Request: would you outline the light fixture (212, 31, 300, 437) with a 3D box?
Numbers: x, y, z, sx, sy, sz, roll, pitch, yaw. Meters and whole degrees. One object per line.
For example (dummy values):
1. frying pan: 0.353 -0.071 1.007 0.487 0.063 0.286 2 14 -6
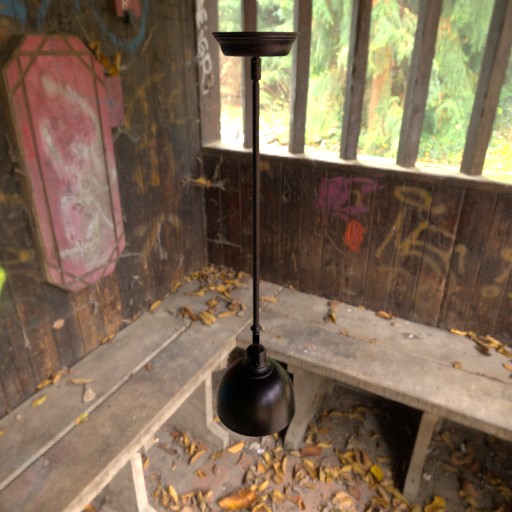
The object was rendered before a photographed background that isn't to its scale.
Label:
1. light fixture: 0.000 0.000 0.853 0.182 0.768 0.182 0 26 0
